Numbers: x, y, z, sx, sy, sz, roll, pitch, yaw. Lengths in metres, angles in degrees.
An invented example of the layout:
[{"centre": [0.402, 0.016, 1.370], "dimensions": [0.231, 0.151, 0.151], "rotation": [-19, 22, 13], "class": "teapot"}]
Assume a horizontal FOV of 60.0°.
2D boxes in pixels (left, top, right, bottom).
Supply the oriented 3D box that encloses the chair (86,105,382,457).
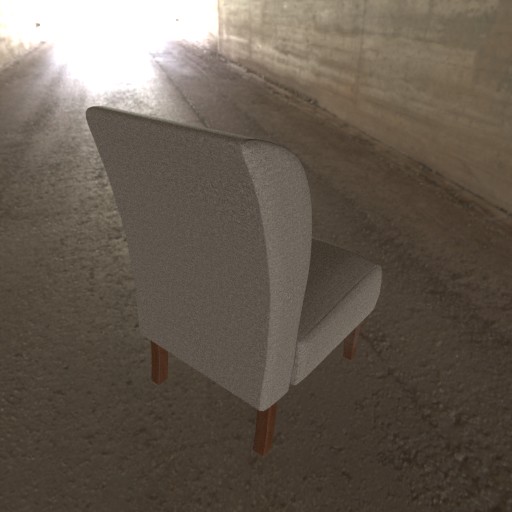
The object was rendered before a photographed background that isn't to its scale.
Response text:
[{"centre": [0.000, 0.000, 1.183], "dimensions": [0.513, 0.804, 0.592], "rotation": [21, 36, 32], "class": "chair"}]
